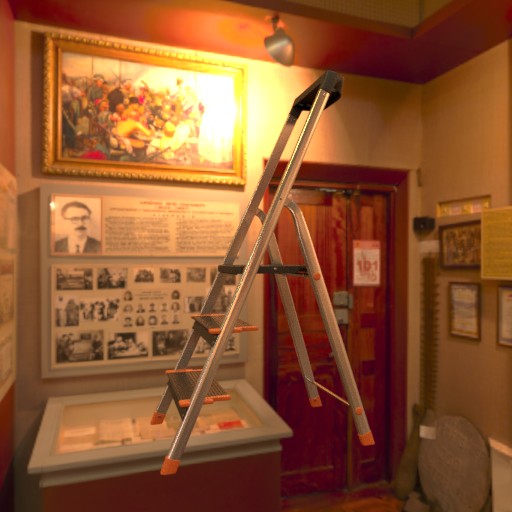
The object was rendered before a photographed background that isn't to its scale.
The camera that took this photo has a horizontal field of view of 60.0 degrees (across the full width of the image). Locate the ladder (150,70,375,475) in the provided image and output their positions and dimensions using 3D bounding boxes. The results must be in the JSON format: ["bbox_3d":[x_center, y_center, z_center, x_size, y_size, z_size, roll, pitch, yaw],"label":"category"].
[{"bbox_3d":[0.000,0.000,1.539,0.686,1.229,0.416,0,0,-18],"label":"ladder"}]
